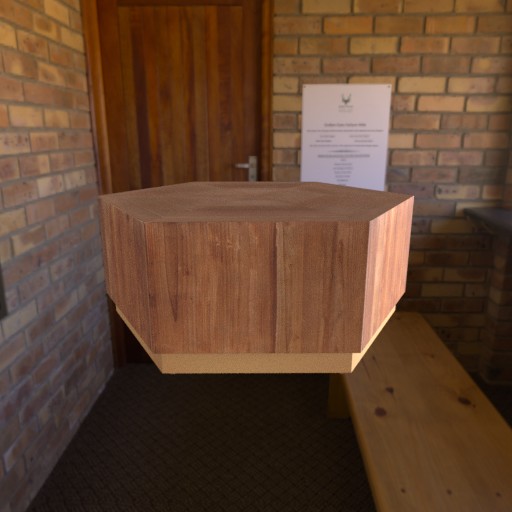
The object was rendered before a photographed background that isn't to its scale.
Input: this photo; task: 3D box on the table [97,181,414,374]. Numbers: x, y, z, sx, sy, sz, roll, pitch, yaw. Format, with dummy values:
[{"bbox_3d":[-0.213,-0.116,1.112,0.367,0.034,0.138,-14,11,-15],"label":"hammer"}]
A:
[{"bbox_3d":[0.000,0.000,1.675,1.000,0.456,1.154,-9,18,-29],"label":"table"}]
